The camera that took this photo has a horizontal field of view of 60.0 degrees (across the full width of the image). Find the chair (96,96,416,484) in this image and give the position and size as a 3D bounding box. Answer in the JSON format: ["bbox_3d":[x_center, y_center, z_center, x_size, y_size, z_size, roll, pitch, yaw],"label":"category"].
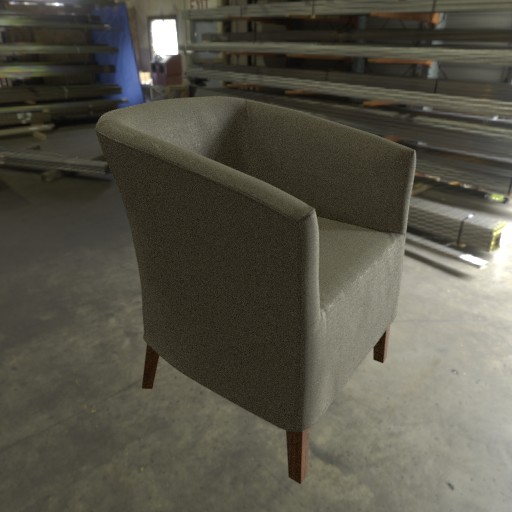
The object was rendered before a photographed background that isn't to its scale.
[{"bbox_3d":[0.000,0.000,1.215,0.668,0.771,0.600,17,31,31],"label":"chair"}]
